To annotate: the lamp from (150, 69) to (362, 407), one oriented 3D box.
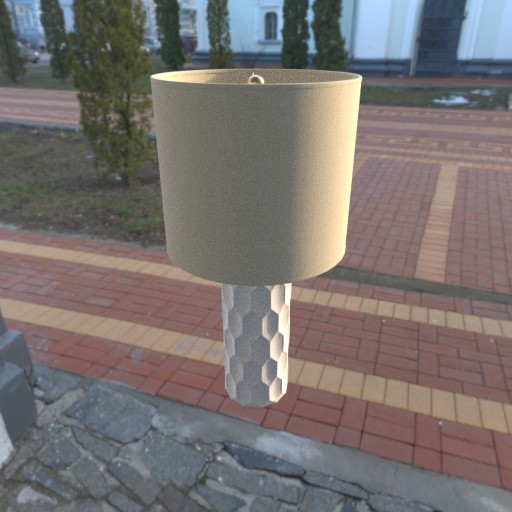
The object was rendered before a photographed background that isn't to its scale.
[{"bbox_3d":[0.000,0.000,0.708,0.277,0.537,0.277,18,31,32],"label":"lamp"}]
